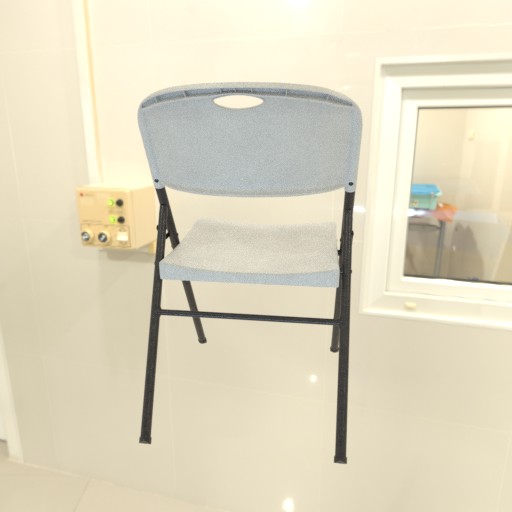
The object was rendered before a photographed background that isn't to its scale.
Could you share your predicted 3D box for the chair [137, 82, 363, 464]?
[{"bbox_3d":[0.000,0.000,1.175,0.494,0.810,0.566,2,16,8],"label":"chair"}]
